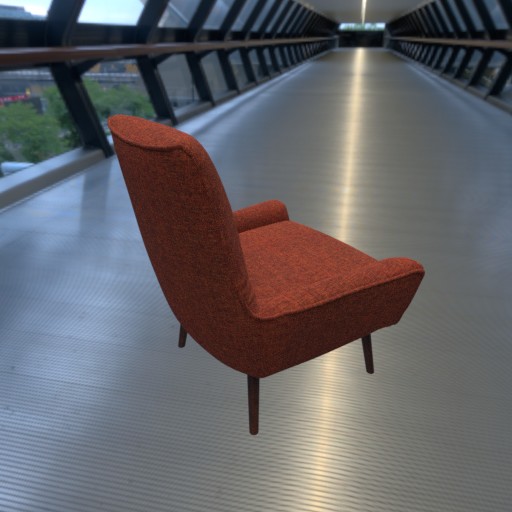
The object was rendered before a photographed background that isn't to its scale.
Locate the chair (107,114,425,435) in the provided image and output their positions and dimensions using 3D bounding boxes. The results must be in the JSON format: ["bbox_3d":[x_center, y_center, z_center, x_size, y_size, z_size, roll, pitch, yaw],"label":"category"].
[{"bbox_3d":[0.000,0.000,1.484,0.784,0.911,0.803,-16,29,-30],"label":"chair"}]
